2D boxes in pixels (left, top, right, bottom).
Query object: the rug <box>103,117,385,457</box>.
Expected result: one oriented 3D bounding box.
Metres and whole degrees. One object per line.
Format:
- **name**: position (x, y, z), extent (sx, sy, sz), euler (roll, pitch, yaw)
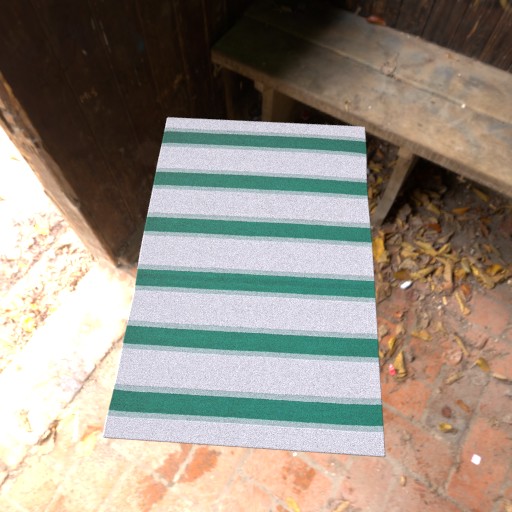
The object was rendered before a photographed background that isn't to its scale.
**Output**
- **rug**: position (0.000, 0.000, 2.298), extent (1.210, 0.012, 1.829), euler (3, 63, 2)
